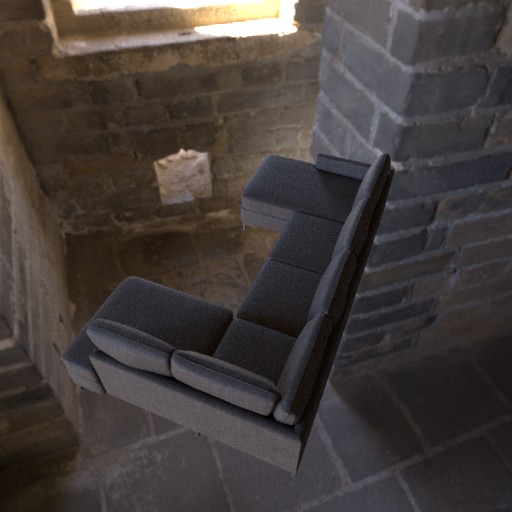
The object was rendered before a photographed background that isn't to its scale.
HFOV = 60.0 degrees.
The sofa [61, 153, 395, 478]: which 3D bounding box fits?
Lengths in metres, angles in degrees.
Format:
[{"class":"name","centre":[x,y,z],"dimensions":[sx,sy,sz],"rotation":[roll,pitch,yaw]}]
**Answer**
[{"class":"sofa","centre":[0.000,0.000,4.424],"dimensions":[2.048,0.999,3.423],"rotation":[17,48,15]}]
